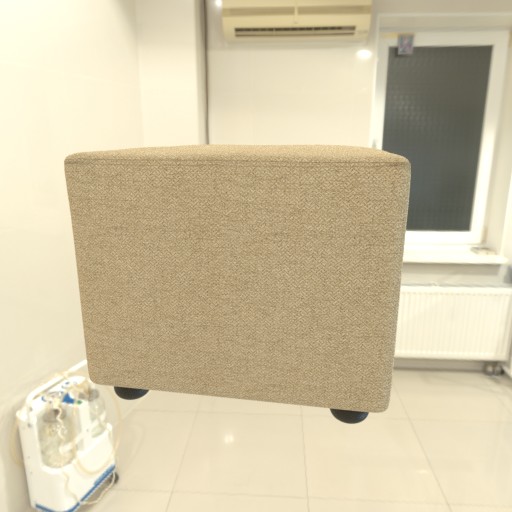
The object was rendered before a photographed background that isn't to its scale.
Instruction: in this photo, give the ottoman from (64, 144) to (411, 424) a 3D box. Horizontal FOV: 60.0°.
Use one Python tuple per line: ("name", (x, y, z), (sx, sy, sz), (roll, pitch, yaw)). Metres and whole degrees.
("ottoman", (0.000, 0.000, 0.892), (0.508, 0.432, 0.508), (3, 15, 10))
